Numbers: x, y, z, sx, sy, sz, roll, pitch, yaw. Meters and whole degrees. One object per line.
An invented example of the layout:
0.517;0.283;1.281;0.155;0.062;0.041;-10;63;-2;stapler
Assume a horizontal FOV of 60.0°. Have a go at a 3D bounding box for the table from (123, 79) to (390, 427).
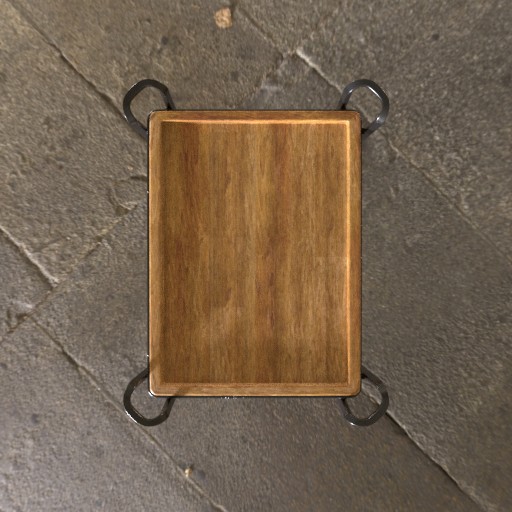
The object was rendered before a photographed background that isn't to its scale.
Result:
0.000;0.000;1.226;0.505;0.785;0.672;0;90;0;table
